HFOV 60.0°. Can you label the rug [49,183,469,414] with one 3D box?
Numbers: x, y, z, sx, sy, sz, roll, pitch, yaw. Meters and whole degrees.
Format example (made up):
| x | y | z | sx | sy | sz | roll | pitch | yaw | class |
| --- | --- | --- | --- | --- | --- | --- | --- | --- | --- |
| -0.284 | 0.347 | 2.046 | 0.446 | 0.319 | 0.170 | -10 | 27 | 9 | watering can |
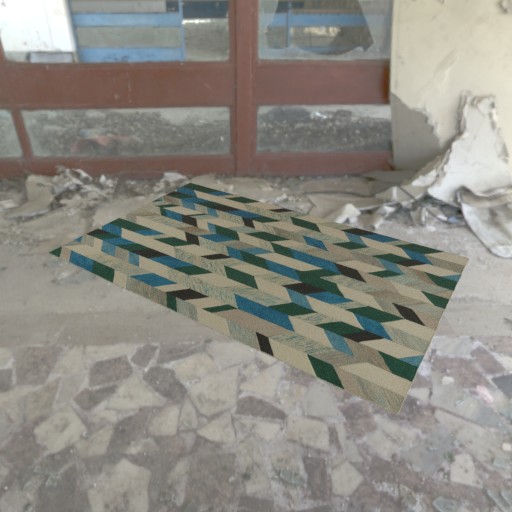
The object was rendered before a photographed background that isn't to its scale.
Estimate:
| x | y | z | sx | sy | sz | roll | pitch | yaw | class |
| --- | --- | --- | --- | --- | --- | --- | --- | --- | --- |
| 0.000 | 0.000 | 2.994 | 2.433 | 0.007 | 1.507 | 19 | 36 | 28 | rug |
